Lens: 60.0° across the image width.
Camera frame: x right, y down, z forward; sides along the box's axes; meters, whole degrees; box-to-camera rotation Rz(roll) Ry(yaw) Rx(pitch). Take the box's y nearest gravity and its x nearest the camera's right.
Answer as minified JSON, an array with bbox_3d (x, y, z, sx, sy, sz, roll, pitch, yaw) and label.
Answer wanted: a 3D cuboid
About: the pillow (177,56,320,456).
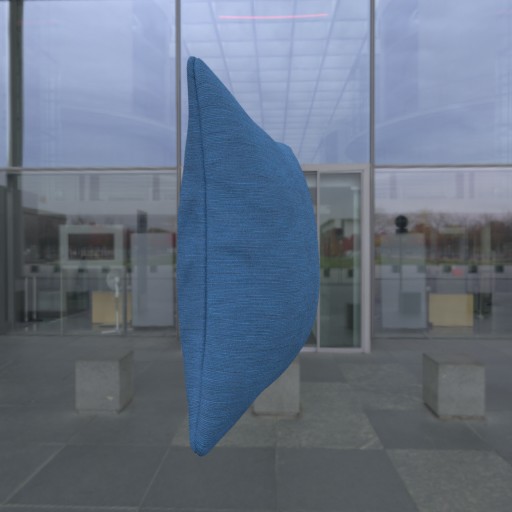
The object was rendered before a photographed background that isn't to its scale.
[{"bbox_3d":[0.000,0.000,0.662,0.177,0.420,0.437,0,1,17],"label":"pillow"}]
